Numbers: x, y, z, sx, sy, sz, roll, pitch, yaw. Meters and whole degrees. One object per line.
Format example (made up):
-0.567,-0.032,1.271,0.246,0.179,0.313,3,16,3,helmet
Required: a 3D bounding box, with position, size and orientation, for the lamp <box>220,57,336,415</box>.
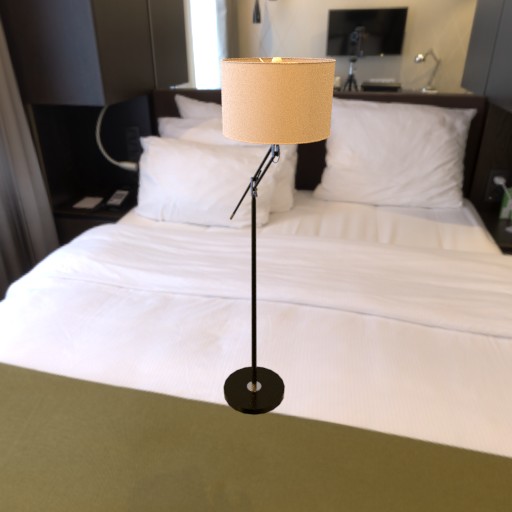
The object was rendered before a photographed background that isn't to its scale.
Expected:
0.000,0.000,1.984,0.373,1.635,0.809,-9,27,-17,lamp
